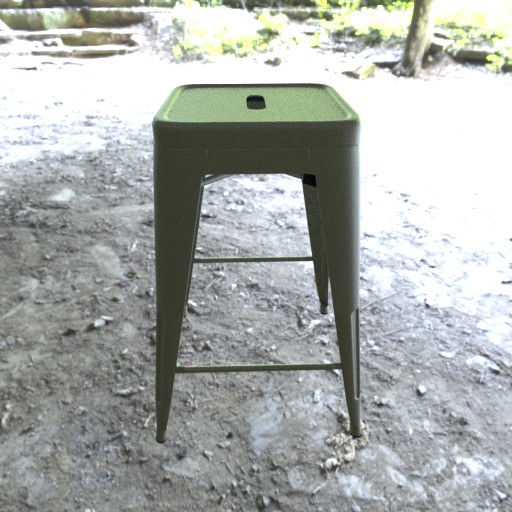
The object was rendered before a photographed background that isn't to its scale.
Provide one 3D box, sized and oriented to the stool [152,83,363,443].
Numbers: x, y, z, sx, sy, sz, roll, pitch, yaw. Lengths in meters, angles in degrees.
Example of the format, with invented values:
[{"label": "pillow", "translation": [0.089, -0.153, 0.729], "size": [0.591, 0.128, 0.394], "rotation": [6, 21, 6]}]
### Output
[{"label": "stool", "translation": [0.000, 0.000, 0.892], "size": [0.410, 0.608, 0.410], "rotation": [-1, 31, -2]}]
